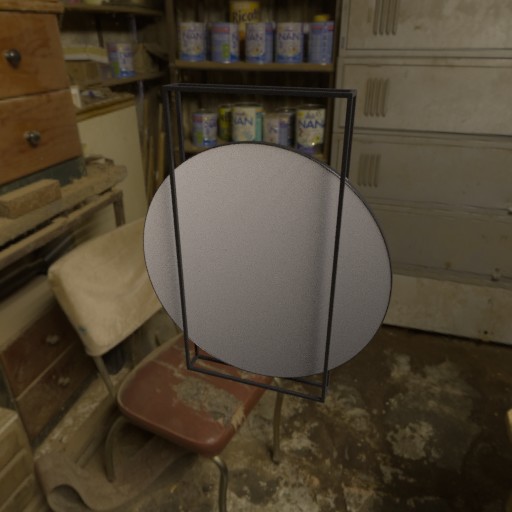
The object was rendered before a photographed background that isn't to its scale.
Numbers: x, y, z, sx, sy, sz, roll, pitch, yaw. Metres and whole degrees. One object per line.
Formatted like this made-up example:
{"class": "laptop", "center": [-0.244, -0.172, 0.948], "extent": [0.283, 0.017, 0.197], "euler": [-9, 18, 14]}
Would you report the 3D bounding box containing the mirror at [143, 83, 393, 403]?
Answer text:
{"class": "mirror", "center": [0.000, 0.000, 0.845], "extent": [0.508, 0.603, 0.051], "euler": [9, 28, 17]}
